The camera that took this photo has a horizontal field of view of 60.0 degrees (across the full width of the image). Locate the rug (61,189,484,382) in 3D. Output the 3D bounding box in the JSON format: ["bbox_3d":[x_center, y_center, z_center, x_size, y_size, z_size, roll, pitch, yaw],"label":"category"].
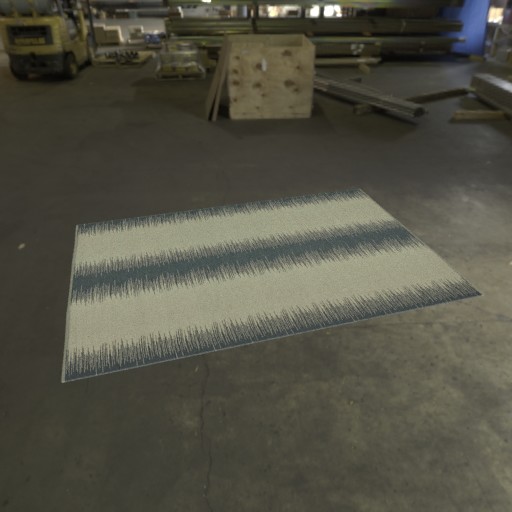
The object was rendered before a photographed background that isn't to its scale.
[{"bbox_3d":[0.000,0.000,2.331,1.854,0.006,1.234,-9,34,-14],"label":"rug"}]
